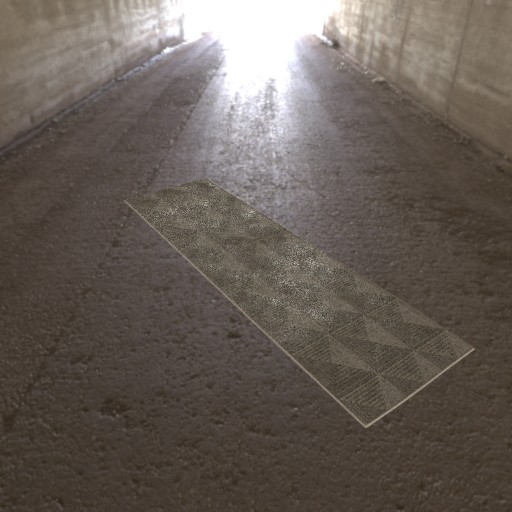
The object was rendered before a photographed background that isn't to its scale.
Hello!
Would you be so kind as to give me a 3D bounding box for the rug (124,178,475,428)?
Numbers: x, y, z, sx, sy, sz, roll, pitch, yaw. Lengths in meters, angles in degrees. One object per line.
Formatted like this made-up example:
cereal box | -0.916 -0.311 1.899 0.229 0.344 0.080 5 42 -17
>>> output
rug | 0.000 0.000 2.380 0.645 0.015 2.182 -21 38 -29
